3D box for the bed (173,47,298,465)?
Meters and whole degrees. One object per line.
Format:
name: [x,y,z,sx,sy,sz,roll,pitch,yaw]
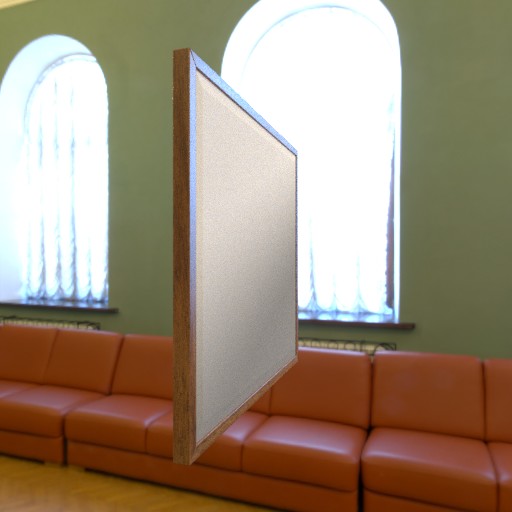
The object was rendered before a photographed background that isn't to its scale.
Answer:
bed: [0.000,0.000,1.493,0.043,0.940,1.041,0,0,19]
